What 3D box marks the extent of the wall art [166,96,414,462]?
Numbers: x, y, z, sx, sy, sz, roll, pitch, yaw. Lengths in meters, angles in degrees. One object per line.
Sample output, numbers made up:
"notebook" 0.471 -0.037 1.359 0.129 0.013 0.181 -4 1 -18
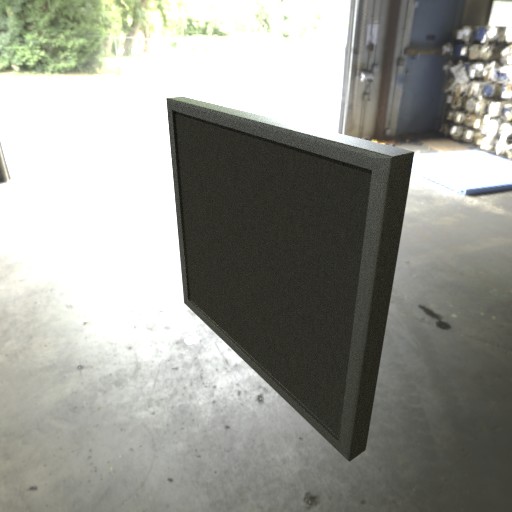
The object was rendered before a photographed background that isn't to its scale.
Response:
"wall art" 0.000 0.000 0.544 0.028 0.330 0.380 -18 32 -31
